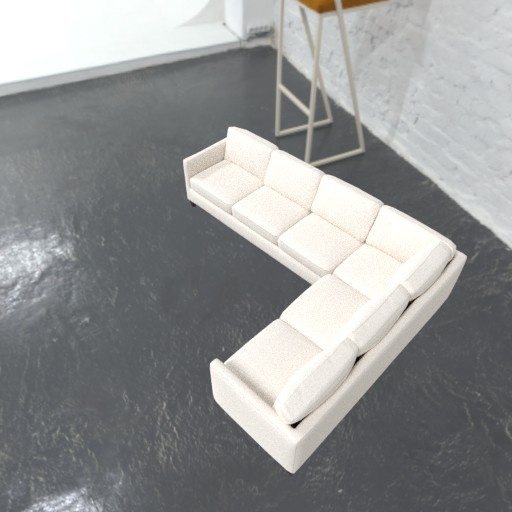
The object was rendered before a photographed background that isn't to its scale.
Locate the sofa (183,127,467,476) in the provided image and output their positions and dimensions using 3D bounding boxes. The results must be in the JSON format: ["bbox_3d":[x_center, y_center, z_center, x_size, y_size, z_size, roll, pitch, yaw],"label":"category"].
[{"bbox_3d":[0.000,0.000,4.626,3.302,0.947,2.593,35,56,29],"label":"sofa"}]
